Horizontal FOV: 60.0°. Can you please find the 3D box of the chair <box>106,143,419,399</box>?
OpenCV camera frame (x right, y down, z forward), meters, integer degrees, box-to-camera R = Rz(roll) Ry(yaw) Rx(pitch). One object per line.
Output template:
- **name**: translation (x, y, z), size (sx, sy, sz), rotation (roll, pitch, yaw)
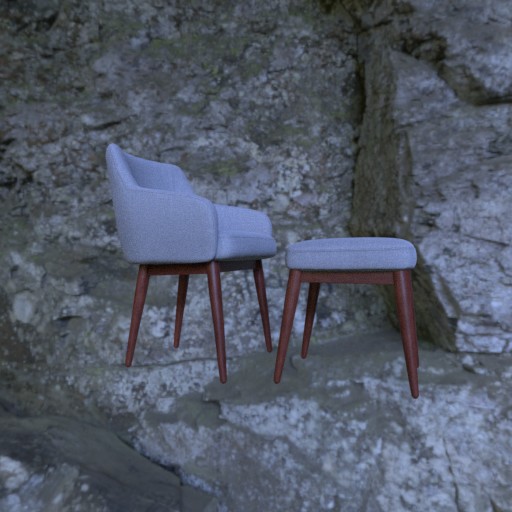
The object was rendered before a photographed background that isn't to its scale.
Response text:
- **chair**: translation (0.000, 0.000, 1.599), size (1.107, 0.799, 0.584), rotation (0, 1, 20)
